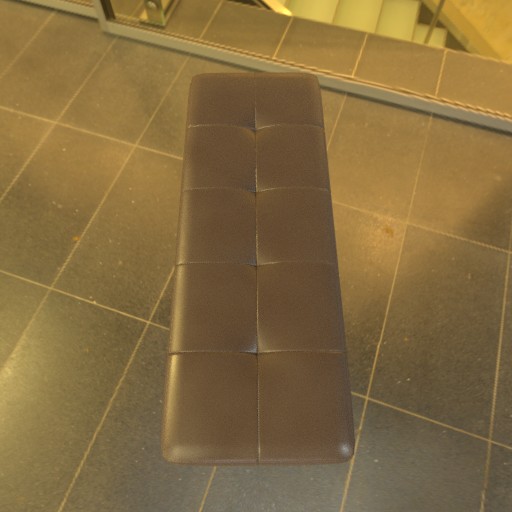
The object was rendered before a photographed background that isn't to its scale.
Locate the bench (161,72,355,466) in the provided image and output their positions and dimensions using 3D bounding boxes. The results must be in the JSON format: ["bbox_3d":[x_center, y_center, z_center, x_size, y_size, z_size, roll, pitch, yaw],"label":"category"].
[{"bbox_3d":[0.000,0.000,1.420,0.450,0.417,1.219,0,64,0],"label":"bench"}]
